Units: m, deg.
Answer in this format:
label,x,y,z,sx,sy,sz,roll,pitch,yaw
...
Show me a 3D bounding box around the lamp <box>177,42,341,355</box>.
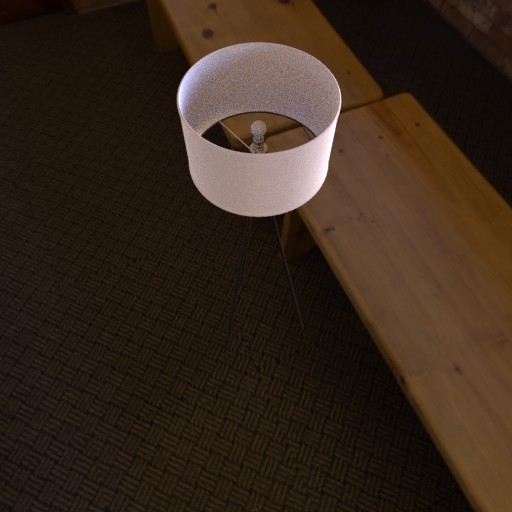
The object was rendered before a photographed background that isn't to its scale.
label,x,y,z,sx,sy,sz,roll,pitch,yaw
lamp,0.000,0.000,1.761,0.448,1.545,0.458,31,65,17
